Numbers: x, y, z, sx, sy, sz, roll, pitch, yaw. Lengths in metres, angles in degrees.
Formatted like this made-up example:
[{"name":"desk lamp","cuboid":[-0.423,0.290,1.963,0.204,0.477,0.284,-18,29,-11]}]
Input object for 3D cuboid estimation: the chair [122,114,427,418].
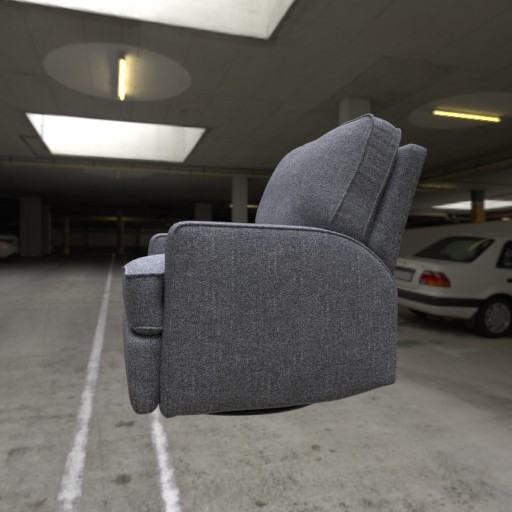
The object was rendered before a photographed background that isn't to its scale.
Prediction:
[{"name":"chair","cuboid":[0.000,0.000,1.672,0.964,0.962,0.861,0,0,-17]}]
